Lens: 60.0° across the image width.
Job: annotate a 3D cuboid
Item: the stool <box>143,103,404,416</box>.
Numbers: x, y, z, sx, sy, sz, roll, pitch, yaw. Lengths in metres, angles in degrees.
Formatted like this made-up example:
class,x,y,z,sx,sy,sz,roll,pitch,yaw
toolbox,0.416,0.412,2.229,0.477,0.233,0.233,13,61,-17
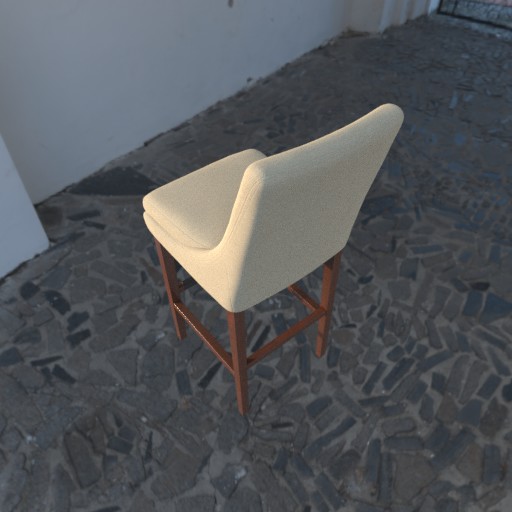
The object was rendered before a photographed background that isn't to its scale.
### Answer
class,x,y,z,sx,sy,sz,roll,pitch,yaw
stool,0.000,0.000,1.395,0.470,1.078,0.577,-30,52,-26
